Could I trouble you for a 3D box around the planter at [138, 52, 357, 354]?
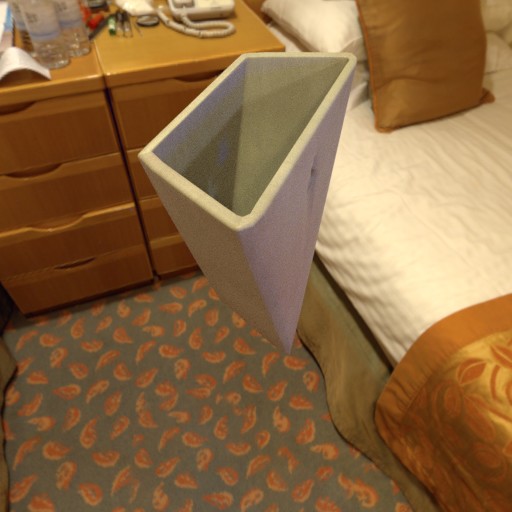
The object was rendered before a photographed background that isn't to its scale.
[{"bbox_3d":[0.000,0.000,0.273,0.060,0.197,0.150,17,50,15],"label":"planter"}]
